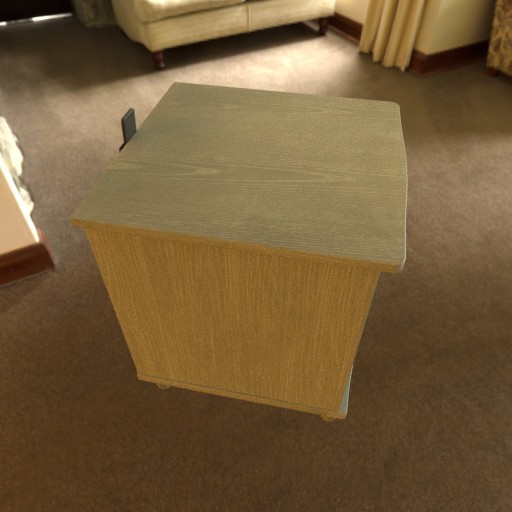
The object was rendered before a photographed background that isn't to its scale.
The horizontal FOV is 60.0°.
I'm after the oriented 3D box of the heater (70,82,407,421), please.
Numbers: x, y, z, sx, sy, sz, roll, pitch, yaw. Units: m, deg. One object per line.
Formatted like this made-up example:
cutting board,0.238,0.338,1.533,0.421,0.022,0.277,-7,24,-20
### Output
heater,0.000,0.000,0.749,0.400,0.481,0.362,8,46,8
